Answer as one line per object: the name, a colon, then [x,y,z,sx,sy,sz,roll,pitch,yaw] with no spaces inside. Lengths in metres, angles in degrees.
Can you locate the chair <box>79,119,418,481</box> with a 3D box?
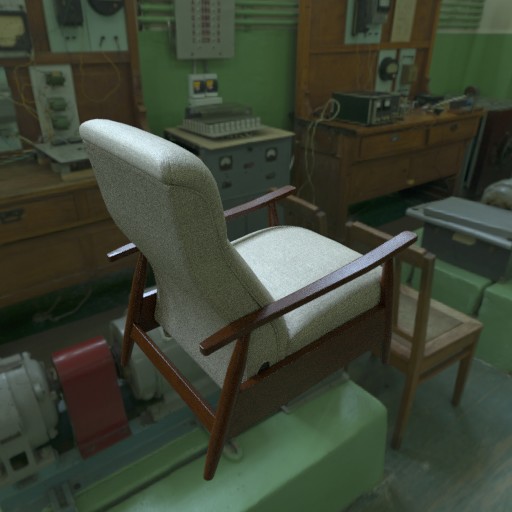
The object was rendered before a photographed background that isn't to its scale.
chair: [0.000,0.000,1.744,1.014,1.082,0.762,-20,33,-33]
